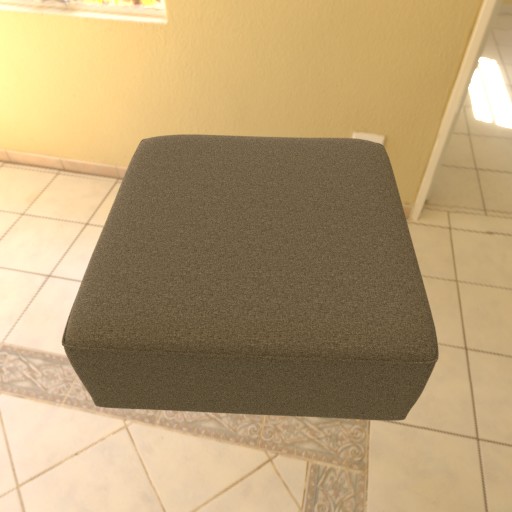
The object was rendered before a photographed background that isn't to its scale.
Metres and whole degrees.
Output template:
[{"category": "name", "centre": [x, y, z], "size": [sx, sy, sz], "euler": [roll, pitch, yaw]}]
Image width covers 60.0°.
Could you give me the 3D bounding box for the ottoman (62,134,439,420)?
[{"category": "ottoman", "centre": [0.000, 0.000, 1.602], "size": [1.005, 0.464, 1.015], "euler": [2, 47, 2]}]
